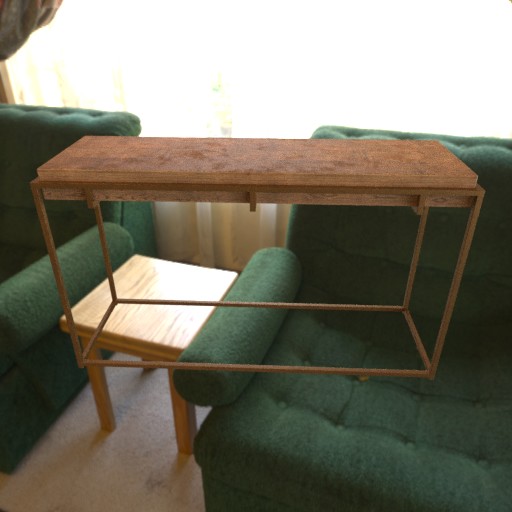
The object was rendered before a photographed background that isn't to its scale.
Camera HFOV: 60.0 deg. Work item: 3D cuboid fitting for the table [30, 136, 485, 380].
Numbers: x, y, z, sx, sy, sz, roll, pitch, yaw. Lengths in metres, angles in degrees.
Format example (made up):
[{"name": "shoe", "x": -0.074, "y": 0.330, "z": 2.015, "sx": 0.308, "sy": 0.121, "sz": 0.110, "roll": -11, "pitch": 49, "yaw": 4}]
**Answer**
[{"name": "table", "x": 0.000, "y": 0.000, "z": 1.735, "sx": 1.400, "sy": 0.820, "sz": 0.440, "roll": 1, "pitch": 30, "yaw": 2}]
